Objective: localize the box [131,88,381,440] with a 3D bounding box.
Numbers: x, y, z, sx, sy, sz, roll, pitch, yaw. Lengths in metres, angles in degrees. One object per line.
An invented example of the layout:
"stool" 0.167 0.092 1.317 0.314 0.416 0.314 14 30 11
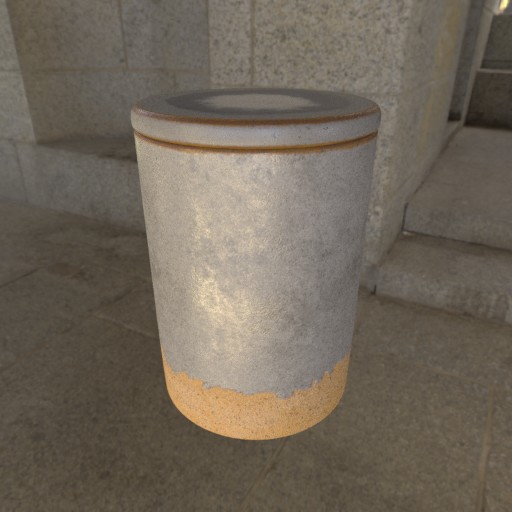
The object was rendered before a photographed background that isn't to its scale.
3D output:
"box" 0.000 0.000 0.250 0.118 0.168 0.118 0 26 0
